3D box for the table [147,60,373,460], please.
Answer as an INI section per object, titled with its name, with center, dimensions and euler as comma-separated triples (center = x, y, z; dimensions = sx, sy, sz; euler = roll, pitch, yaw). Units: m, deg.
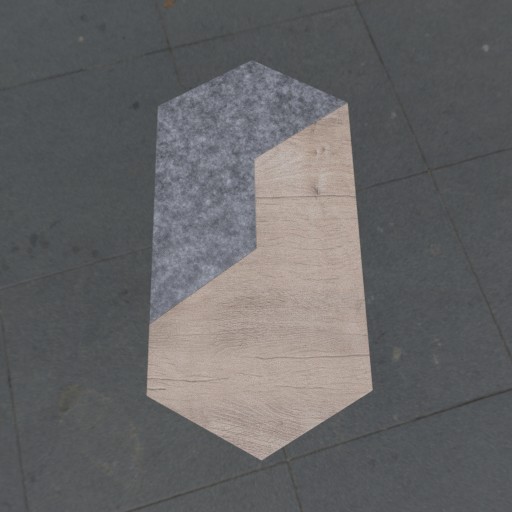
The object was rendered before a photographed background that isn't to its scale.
[table]
center = 0.000, 0.000, 1.528
dimensions = 0.609, 0.457, 1.219
euler = -1, 75, 0
